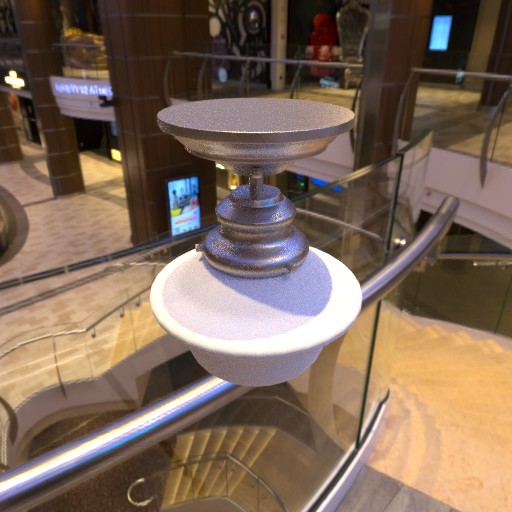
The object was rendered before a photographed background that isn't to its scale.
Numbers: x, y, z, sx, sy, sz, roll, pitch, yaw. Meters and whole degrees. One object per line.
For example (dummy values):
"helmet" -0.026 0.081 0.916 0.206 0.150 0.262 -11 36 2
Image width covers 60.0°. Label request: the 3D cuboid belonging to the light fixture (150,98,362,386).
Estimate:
"light fixture" 0.000 0.000 0.404 0.199 0.254 0.199 0 27 0
